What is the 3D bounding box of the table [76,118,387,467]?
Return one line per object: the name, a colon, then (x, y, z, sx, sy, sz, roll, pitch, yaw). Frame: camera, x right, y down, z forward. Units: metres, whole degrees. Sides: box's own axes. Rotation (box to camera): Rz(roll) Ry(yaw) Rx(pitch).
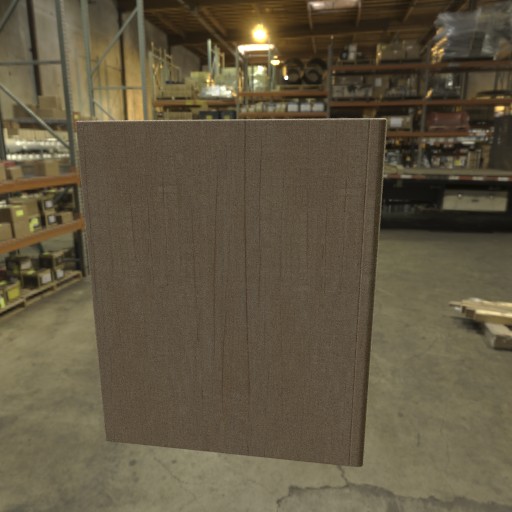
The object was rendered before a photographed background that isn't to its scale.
table: (0.000, 0.000, 0.917, 0.420, 0.510, 0.570, 2, 14, 8)
